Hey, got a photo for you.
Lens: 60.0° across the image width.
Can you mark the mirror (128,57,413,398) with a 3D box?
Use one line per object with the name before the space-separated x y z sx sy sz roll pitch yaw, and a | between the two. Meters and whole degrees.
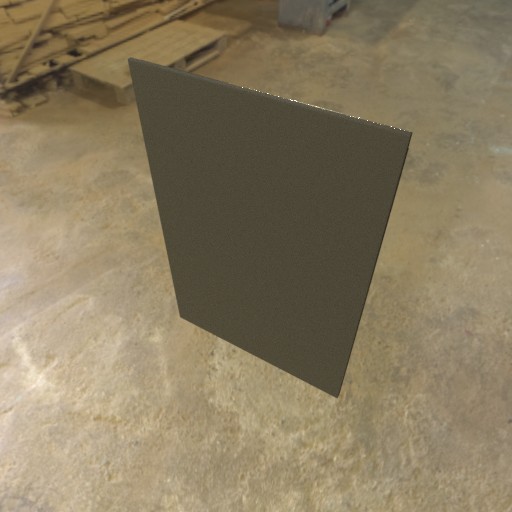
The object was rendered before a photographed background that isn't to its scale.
mirror | 0.000 0.000 1.171 0.613 0.914 0.039 23 50 21
